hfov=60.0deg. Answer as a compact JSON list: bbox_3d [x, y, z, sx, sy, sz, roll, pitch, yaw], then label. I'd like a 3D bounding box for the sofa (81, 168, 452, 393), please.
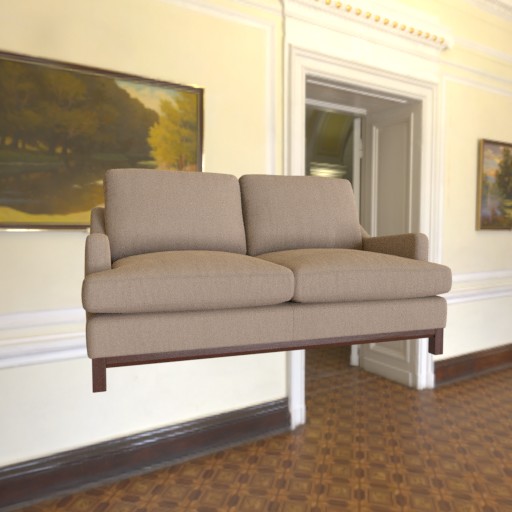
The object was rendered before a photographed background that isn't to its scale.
[{"bbox_3d":[0.000,0.000,2.257,1.619,0.910,1.004,-1,4,-19],"label":"sofa"}]
